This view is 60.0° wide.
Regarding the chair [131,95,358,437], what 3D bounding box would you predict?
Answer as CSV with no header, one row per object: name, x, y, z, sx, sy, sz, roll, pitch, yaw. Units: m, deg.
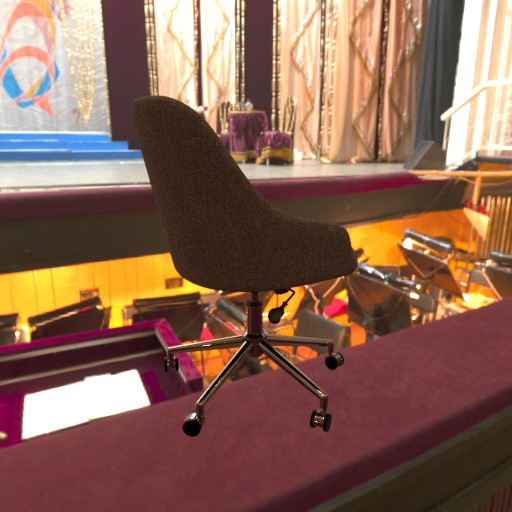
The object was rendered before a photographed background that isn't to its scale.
chair,0.000,0.000,1.440,0.712,0.950,0.671,-8,17,-27
